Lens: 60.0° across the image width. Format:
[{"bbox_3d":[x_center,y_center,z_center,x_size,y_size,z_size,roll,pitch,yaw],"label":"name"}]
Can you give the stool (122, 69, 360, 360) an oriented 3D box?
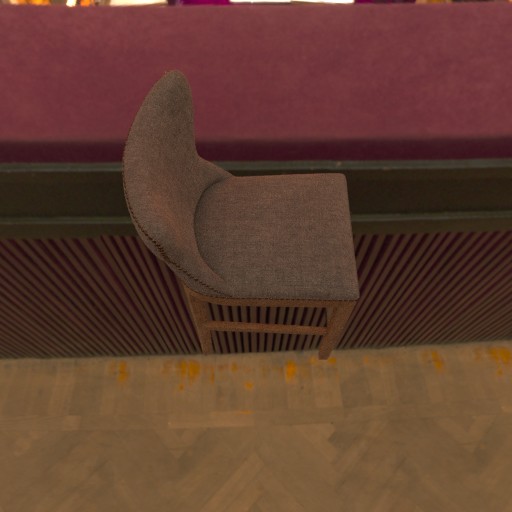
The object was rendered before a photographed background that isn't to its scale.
[{"bbox_3d":[0.000,0.000,1.478,0.606,1.123,0.494,0,63,0],"label":"stool"}]
